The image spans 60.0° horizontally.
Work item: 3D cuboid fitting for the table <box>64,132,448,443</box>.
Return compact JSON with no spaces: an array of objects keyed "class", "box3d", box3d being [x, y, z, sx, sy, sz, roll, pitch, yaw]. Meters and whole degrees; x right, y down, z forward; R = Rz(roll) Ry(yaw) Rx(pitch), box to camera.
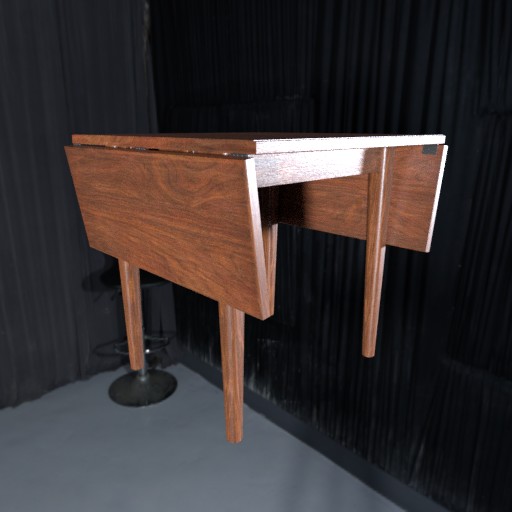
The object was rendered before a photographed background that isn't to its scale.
[{"class":"table","box3d":[0.000,0.000,1.445,0.843,0.763,0.812,-15,22,-42]}]
